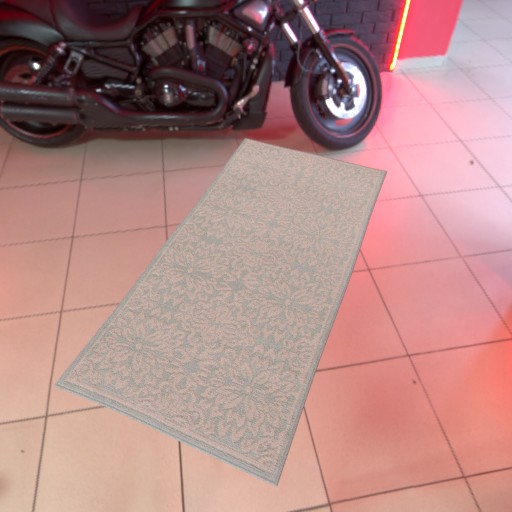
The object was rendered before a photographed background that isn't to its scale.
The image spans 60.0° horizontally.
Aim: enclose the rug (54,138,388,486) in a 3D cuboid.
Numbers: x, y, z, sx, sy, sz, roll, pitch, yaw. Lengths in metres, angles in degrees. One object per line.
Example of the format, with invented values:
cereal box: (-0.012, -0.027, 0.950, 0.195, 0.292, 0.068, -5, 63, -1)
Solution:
rug: (0.000, 0.000, 1.419, 0.604, 0.007, 1.219, 17, 50, 15)
